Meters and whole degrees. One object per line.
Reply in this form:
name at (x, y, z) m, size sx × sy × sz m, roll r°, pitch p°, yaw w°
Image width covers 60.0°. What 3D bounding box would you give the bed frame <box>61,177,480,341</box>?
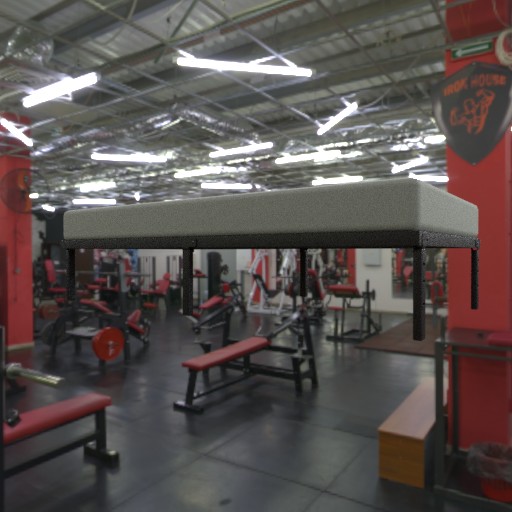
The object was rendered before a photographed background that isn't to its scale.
bed frame at (0.000, 0.000, 3.115) m, size 2.635 × 0.680 × 1.393 m, roll 0°, pitch 1°, yaw 36°
